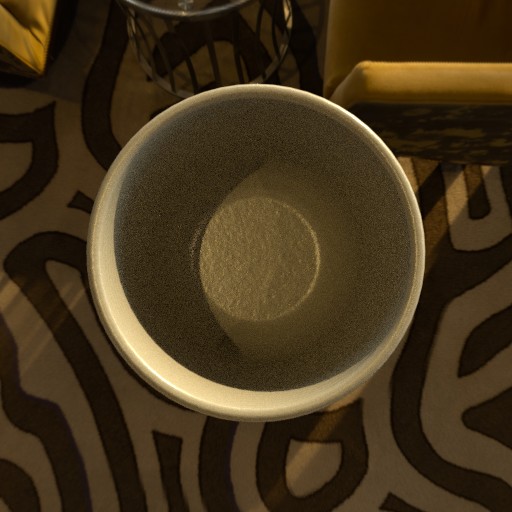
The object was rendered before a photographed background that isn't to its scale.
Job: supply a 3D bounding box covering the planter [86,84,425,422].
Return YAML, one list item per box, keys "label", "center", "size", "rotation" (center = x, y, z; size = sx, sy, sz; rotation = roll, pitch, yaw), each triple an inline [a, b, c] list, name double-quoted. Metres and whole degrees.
- label: "planter"
  center: [0.000, 0.000, 0.215]
  size: [0.124, 0.109, 0.124]
  rotation: [0, 88, 0]
